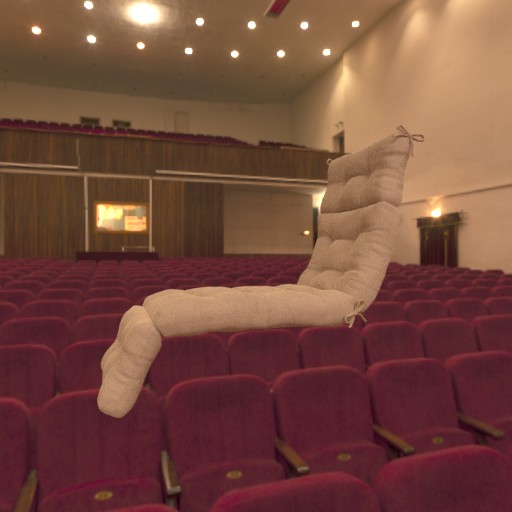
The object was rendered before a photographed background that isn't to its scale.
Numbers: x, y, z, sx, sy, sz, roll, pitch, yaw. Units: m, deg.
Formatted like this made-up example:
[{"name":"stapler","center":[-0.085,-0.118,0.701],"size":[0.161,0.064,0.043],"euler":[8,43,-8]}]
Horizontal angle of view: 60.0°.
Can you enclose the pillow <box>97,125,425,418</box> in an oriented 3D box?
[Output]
[{"name":"pillow","center":[0.000,0.000,1.527],"size":[1.016,0.863,0.526],"euler":[0,-1,-18]}]
